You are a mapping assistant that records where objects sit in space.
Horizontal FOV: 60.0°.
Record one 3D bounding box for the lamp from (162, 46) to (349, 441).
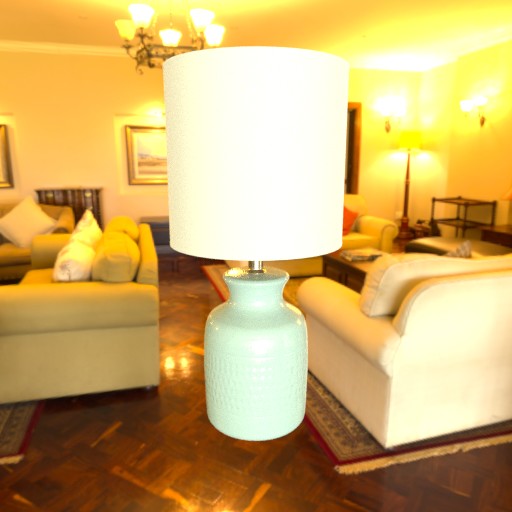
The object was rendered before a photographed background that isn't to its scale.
[{"bbox_3d":[0.000,0.000,1.102,0.418,0.871,0.418,6,14,26],"label":"lamp"}]
